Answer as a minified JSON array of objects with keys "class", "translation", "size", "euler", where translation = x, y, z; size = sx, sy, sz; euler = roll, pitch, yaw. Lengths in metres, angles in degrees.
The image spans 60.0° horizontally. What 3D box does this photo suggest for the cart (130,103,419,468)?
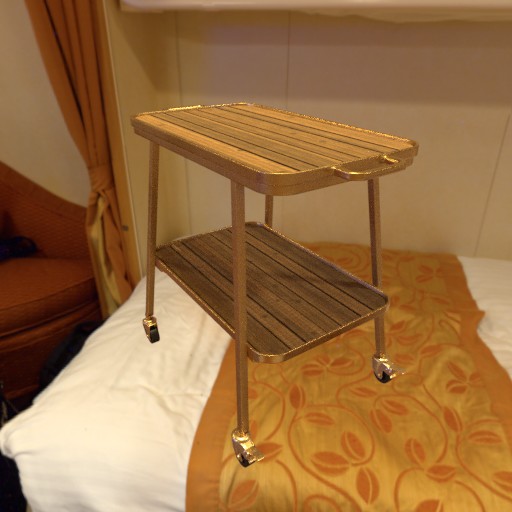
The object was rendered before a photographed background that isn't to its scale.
[{"class":"cart","translation":[0.000,0.000,1.231],"size":[0.524,0.700,0.806],"euler":[-18,32,-30]}]
